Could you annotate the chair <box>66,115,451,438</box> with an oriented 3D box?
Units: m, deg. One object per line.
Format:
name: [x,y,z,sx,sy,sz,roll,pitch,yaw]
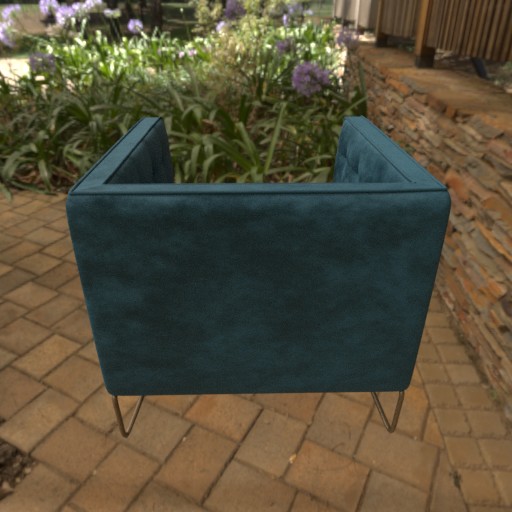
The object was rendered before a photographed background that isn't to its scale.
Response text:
chair: [0.000,0.000,1.525,0.880,0.790,0.894,-1,29,-1]
